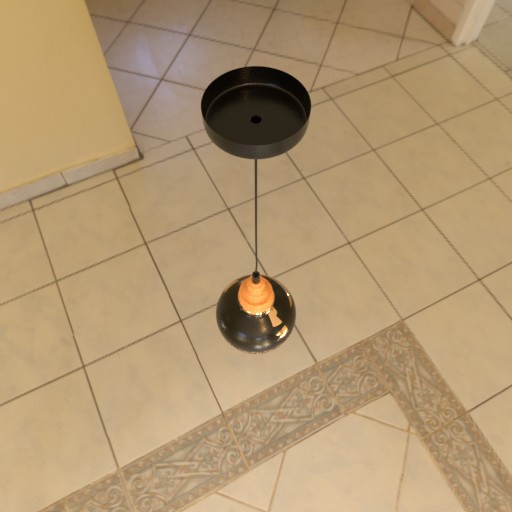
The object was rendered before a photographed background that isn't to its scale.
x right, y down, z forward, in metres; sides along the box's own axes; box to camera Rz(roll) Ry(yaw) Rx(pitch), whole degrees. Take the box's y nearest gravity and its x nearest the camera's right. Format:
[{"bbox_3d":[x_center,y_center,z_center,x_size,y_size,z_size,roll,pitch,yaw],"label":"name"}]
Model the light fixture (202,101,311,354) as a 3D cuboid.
[{"bbox_3d":[0.000,0.000,1.813,0.430,1.606,0.430,-33,67,-16],"label":"light fixture"}]
